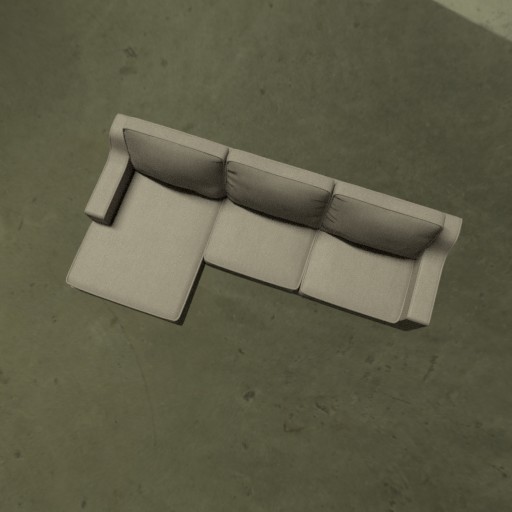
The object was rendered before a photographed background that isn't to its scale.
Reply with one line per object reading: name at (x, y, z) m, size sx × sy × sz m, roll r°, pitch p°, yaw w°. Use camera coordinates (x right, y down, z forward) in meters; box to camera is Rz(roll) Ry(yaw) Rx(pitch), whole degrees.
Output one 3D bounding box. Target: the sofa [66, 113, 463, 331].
sofa at (0.000, 0.000, 3.248) m, size 2.561 × 0.928 × 1.294 m, roll 18°, pitch 76°, yaw 5°
